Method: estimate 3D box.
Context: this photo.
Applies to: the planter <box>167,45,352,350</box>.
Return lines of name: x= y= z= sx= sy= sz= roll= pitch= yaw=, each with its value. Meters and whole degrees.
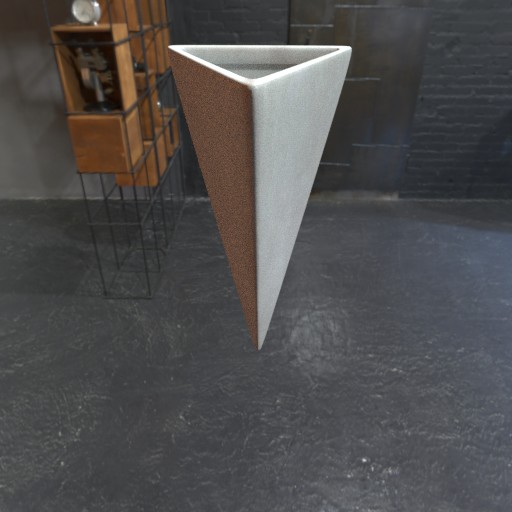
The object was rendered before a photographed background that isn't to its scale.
planter: x=0.000 y=0.000 z=0.155 sx=0.058 sy=0.130 sz=0.047 roll=1 pitch=31 yaw=2
